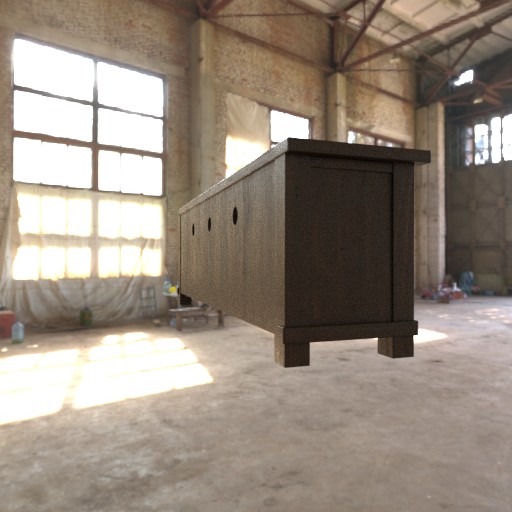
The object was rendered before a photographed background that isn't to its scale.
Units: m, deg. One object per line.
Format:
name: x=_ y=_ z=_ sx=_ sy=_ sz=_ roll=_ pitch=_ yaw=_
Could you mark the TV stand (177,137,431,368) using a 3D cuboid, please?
TV stand: x=0.000 y=0.000 z=2.117 sx=0.471 sy=0.615 sz=1.866 roll=0 pitch=0 yaw=-19
